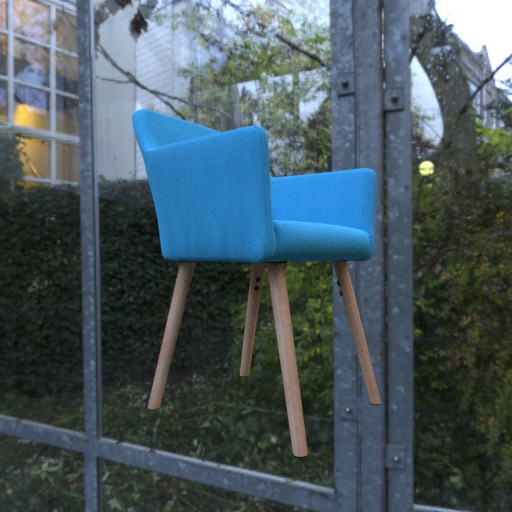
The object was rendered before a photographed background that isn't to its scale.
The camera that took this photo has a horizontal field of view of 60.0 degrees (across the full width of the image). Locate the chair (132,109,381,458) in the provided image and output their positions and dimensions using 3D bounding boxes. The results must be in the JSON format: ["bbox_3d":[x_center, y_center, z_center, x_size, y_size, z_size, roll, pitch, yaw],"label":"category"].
[{"bbox_3d":[0.000,0.000,1.175,0.540,0.780,0.570,0,0,37],"label":"chair"}]
